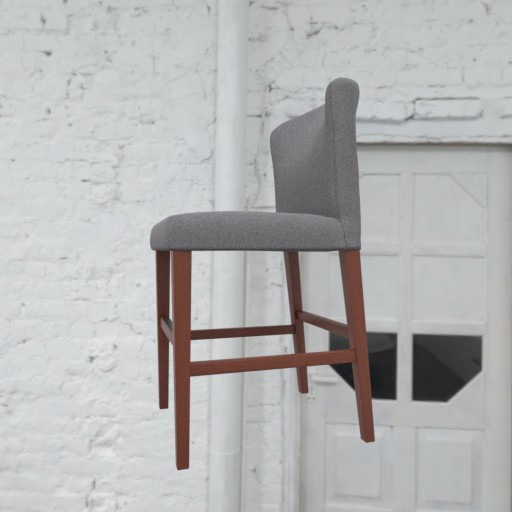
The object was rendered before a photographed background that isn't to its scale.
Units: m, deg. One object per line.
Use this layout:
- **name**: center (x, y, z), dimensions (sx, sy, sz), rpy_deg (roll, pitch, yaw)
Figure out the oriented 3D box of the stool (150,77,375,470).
- **stool**: center (0.000, 0.000, 1.284), dimensions (0.568, 0.968, 0.481), rpy_deg (0, 1, -18)
